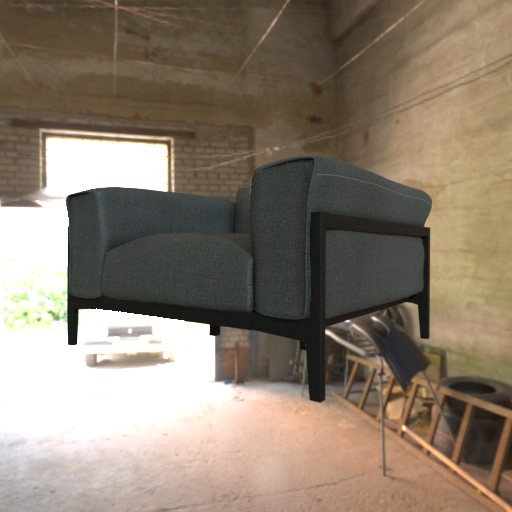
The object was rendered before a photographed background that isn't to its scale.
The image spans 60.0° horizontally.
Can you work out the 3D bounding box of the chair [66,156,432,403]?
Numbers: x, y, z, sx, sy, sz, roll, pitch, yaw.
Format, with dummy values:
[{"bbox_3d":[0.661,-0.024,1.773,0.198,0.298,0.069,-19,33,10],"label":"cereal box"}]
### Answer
[{"bbox_3d":[0.000,0.000,1.674,1.056,0.646,0.969,1,1,36],"label":"chair"}]
